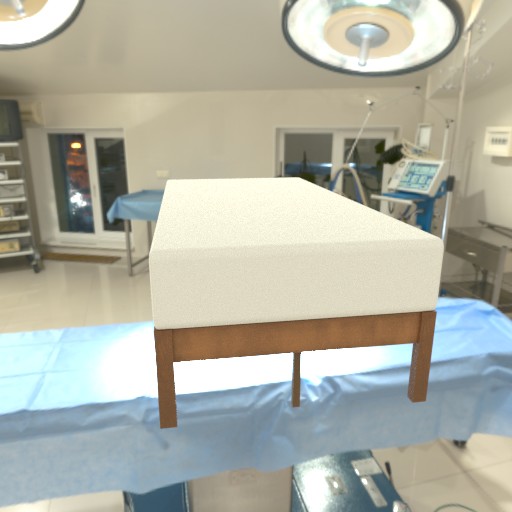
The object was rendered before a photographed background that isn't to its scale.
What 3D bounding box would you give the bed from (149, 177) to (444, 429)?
[{"bbox_3d":[0.000,0.000,2.363,0.961,0.616,1.902,-3,16,-9],"label":"bed"}]
